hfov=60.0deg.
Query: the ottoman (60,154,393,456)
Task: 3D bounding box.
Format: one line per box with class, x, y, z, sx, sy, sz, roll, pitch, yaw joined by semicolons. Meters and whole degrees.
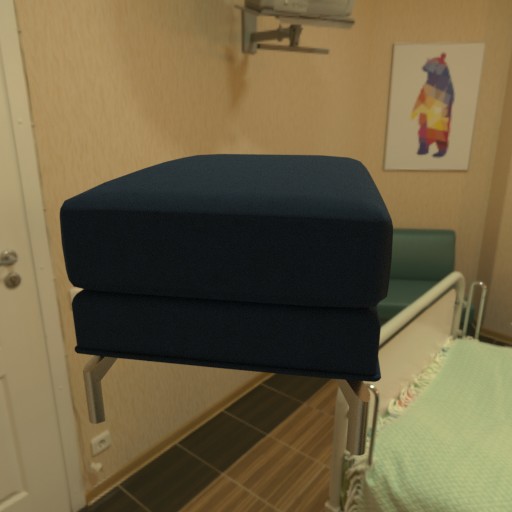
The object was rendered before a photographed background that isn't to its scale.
ottoman;0.000;0.000;1.168;0.587;0.498;0.835;3;17;10
